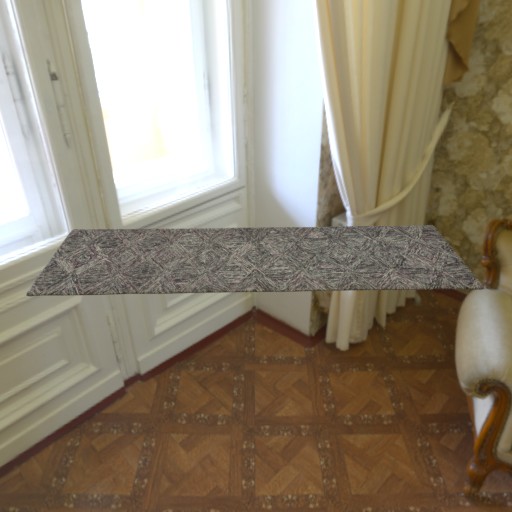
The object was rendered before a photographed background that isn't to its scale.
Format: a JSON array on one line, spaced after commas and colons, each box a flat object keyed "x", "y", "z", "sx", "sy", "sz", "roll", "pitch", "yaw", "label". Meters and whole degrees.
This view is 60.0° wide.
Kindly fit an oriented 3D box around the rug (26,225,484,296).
[{"x": 0.000, "y": 0.000, "z": 2.521, "sx": 2.305, "sy": 0.013, "sz": 0.719, "roll": -1, "pitch": 31, "yaw": -1, "label": "rug"}]
